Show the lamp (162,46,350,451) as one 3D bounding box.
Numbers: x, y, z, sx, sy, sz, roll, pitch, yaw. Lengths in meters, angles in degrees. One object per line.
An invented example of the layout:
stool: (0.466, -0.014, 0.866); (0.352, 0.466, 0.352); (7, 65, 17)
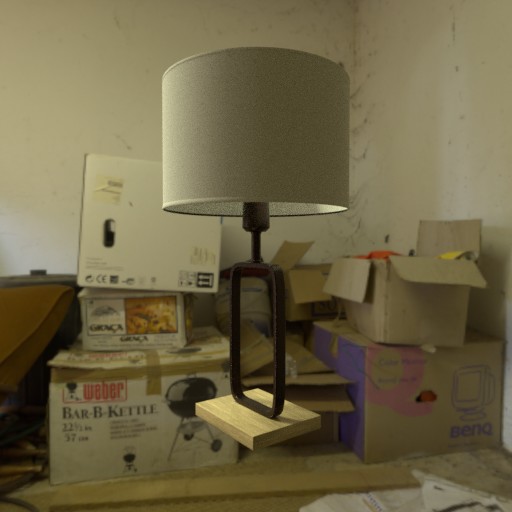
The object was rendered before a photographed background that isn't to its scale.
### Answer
lamp: (0.000, 0.000, 0.676); (0.279, 0.508, 0.279); (-1, 1, -37)
